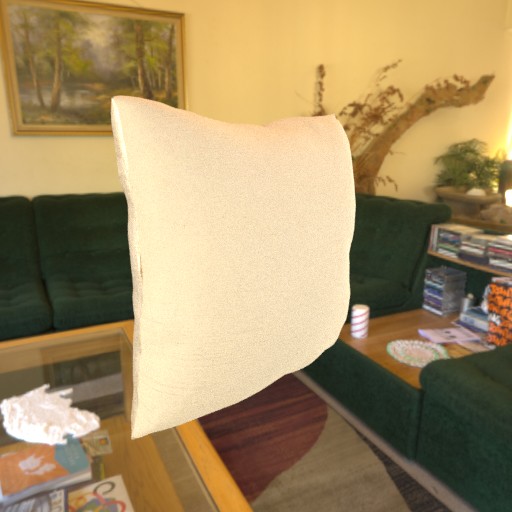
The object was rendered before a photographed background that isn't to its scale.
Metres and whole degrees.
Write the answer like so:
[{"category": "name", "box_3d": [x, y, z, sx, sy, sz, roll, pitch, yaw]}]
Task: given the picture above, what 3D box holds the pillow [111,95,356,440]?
[{"category": "pillow", "box_3d": [0.000, 0.000, 0.692, 0.450, 0.448, 0.245, -14, 20, -43]}]
